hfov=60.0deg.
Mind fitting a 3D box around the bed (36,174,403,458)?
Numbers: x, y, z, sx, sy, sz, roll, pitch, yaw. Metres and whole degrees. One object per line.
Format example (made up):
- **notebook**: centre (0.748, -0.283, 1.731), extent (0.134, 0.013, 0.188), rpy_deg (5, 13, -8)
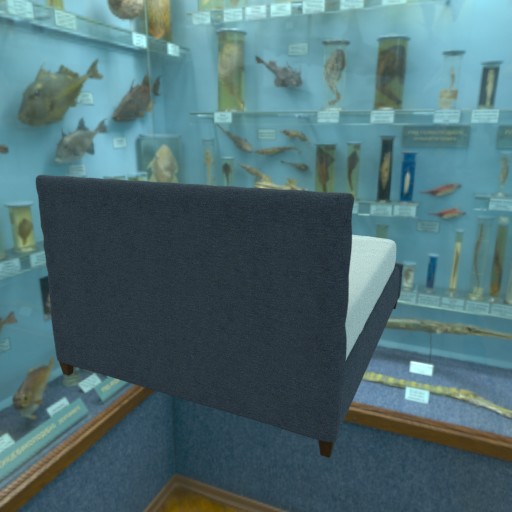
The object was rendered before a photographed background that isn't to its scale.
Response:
- **bed**: centre (0.000, 0.000, 3.624), extent (2.078, 1.427, 2.387), rpy_deg (7, 18, 24)
